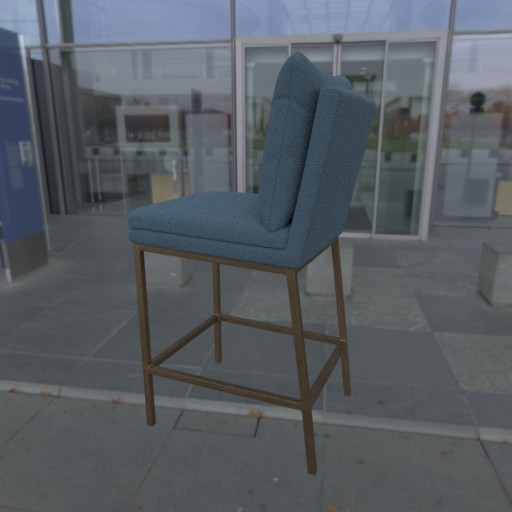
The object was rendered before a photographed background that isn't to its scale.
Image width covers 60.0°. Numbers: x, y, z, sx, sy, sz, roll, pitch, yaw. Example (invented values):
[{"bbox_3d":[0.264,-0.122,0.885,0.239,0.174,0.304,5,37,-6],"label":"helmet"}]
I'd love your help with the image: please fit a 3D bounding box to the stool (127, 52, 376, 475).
[{"bbox_3d":[0.000,0.000,1.315,0.568,1.032,0.463,7,17,24],"label":"stool"}]
